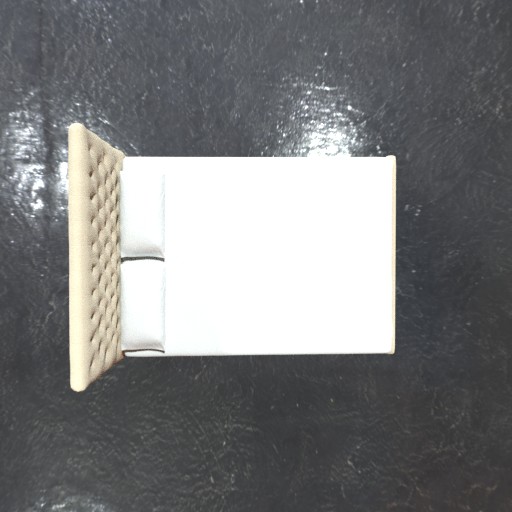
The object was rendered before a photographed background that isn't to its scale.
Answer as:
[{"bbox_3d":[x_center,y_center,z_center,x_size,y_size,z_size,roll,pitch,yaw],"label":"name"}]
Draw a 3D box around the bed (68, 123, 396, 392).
[{"bbox_3d":[0.000,0.000,3.479,2.387,1.427,1.698,0,91,-1],"label":"bed"}]
